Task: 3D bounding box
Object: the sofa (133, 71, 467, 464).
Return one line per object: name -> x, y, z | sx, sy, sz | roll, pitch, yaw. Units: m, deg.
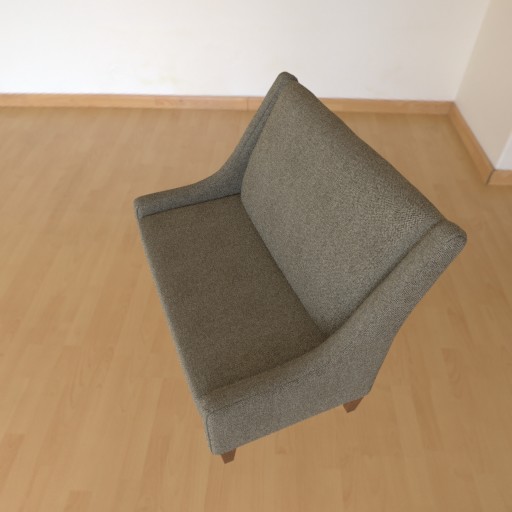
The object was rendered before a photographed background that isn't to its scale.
sofa -> 0.000, 0.000, 1.913 | 0.870, 1.021, 1.242 | -16, 48, -15
